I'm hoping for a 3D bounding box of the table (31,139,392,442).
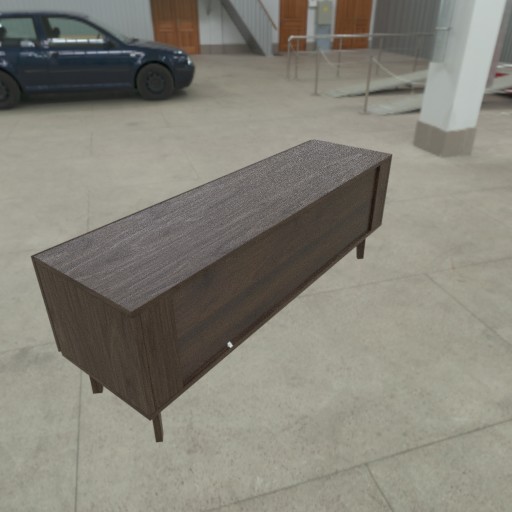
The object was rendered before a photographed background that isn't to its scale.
[{"bbox_3d":[0.000,0.000,1.647,0.405,0.508,1.397,21,36,32],"label":"table"}]
